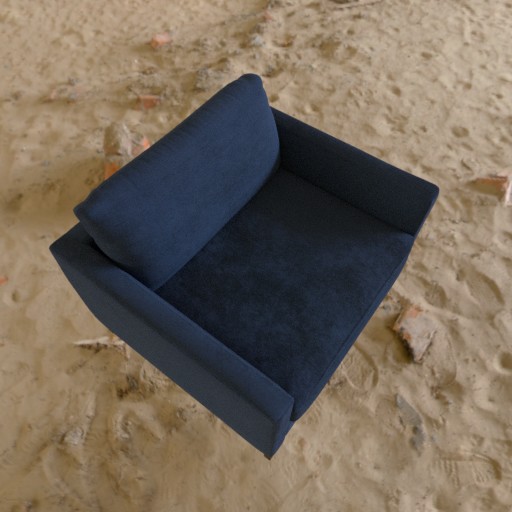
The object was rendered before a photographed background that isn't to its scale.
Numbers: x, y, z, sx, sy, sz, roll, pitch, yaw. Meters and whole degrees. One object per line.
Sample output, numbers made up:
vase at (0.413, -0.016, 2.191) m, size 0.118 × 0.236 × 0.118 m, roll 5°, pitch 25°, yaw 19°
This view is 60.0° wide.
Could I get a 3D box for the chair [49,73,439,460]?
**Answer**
chair at (0.000, 0.000, 1.561) m, size 0.875 × 0.812 × 0.964 m, roll 32°, pitch 62°, yaw 19°
